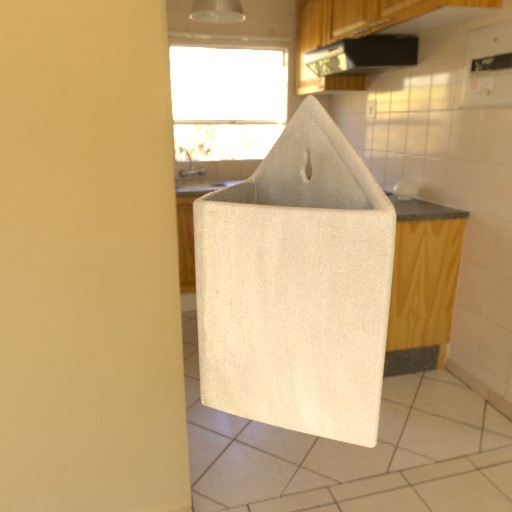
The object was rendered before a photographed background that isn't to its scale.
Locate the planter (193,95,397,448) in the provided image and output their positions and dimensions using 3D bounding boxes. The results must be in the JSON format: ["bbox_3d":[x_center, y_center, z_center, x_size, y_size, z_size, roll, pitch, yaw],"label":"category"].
[{"bbox_3d":[0.000,0.000,0.280,0.080,0.194,0.163,-8,18,-24],"label":"planter"}]
